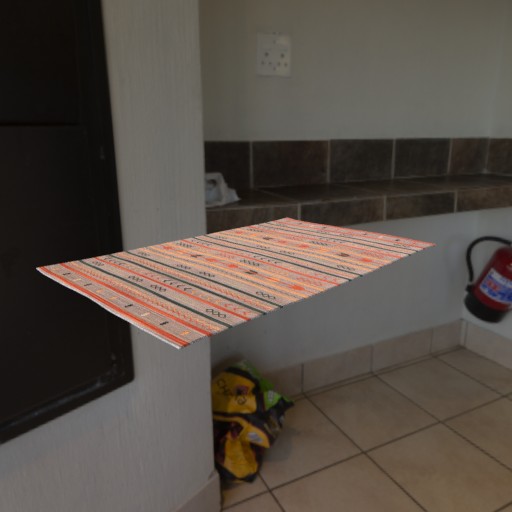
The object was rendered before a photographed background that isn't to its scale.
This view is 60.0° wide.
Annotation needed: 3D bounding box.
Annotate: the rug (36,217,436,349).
[{"bbox_3d":[0.000,0.000,3.135,1.537,0.029,2.439,15,22,43],"label":"rug"}]
